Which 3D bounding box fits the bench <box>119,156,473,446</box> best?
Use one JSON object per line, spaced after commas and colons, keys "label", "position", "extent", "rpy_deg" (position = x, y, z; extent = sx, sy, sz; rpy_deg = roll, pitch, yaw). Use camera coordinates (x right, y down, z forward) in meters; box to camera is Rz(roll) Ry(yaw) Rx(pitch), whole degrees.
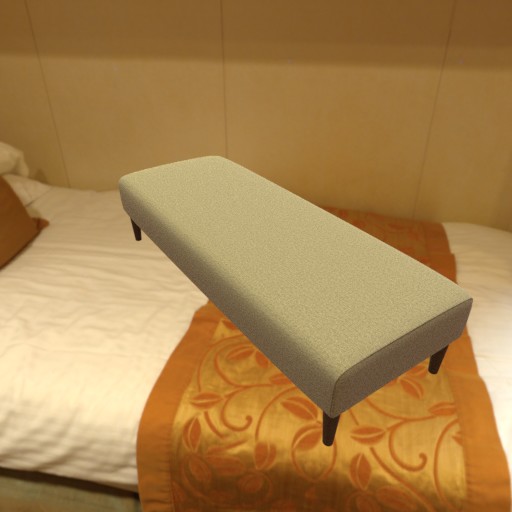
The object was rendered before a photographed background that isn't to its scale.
{"label": "bench", "position": [0.000, 0.000, 1.892], "extent": [0.631, 0.383, 1.598], "rpy_deg": [-20, 37, -29]}
